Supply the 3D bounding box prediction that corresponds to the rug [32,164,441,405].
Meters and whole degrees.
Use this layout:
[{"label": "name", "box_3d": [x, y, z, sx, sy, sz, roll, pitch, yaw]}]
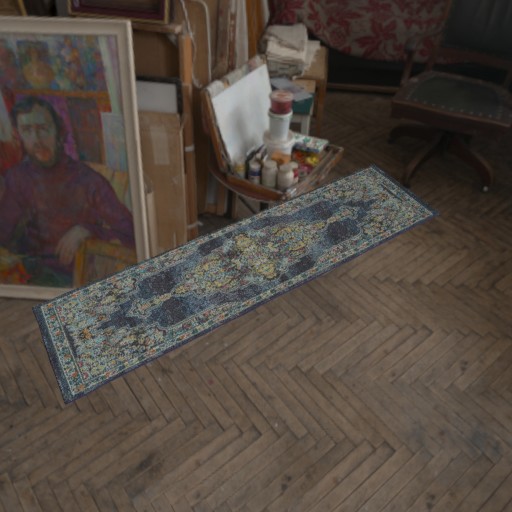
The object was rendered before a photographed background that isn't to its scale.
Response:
[{"label": "rug", "box_3d": [0.000, 0.000, 2.458, 2.283, 0.016, 0.602, -25, 52, -21]}]
